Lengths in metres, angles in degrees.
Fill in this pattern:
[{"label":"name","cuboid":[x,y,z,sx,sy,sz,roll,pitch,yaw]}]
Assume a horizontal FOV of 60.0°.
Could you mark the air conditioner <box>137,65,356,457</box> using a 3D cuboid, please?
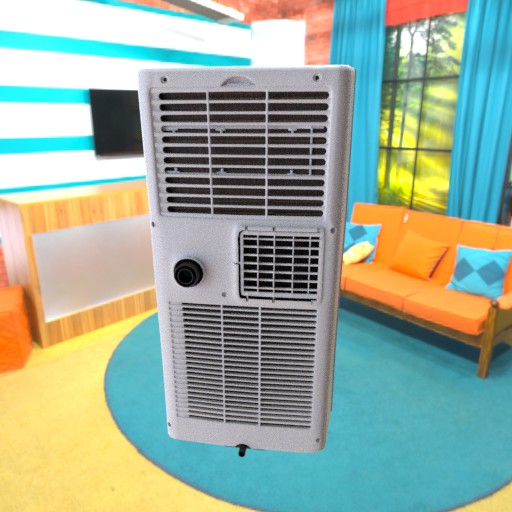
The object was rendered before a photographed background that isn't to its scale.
[{"label":"air conditioner","cuboid":[0.000,0.000,0.784,0.304,0.606,0.349,2,17,8]}]
